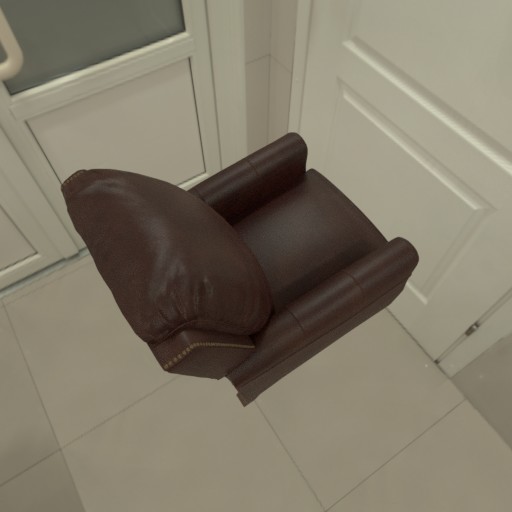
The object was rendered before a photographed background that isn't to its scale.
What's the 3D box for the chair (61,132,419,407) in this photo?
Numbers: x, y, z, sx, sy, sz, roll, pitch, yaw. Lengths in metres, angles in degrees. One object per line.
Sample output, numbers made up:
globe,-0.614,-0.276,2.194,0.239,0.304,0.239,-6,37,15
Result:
chair,0.000,0.000,1.779,1.089,1.022,0.826,-29,63,-17
